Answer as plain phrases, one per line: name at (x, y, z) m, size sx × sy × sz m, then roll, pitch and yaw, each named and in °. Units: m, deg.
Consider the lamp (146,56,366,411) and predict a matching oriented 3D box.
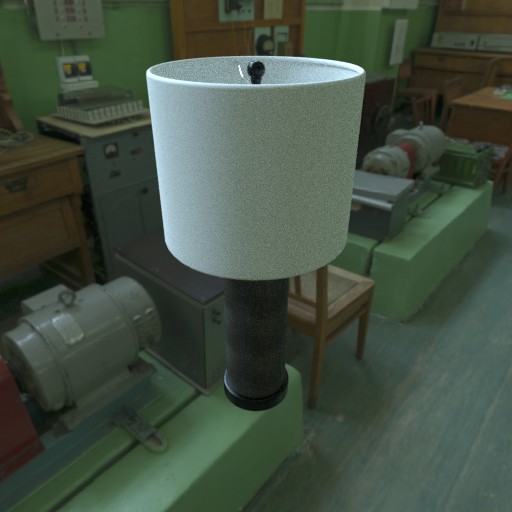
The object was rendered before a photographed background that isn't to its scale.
lamp at (0.000, 0.000, 0.780) m, size 0.305 × 0.634 × 0.305 m, roll 21°, pitch 36°, yaw 32°
